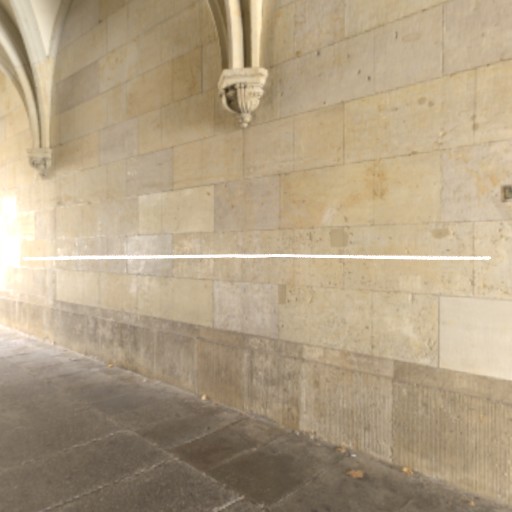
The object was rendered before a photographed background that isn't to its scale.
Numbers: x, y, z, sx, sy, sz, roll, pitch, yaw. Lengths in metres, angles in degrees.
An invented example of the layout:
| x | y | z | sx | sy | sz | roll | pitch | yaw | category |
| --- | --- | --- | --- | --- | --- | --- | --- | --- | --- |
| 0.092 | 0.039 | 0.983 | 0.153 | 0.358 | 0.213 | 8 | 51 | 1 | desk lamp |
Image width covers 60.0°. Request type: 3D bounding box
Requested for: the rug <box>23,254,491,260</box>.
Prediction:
| x | y | z | sx | sy | sz | roll | pitch | yaw | category |
| --- | --- | --- | --- | --- | --- | --- | --- | --- | --- |
| 0.000 | 0.000 | 2.295 | 1.820 | 0.022 | 1.179 | 0 | 0 | 0 | rug |
